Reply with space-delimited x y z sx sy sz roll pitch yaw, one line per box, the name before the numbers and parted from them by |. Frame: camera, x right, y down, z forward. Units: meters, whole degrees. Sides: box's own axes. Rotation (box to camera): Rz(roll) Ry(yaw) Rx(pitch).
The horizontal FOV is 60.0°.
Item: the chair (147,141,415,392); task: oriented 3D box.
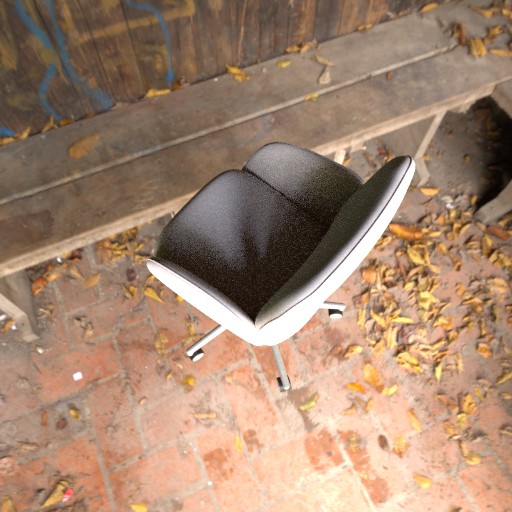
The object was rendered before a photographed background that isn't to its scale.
chair | 0.000 0.000 1.402 0.633 0.959 0.648 34 67 16
